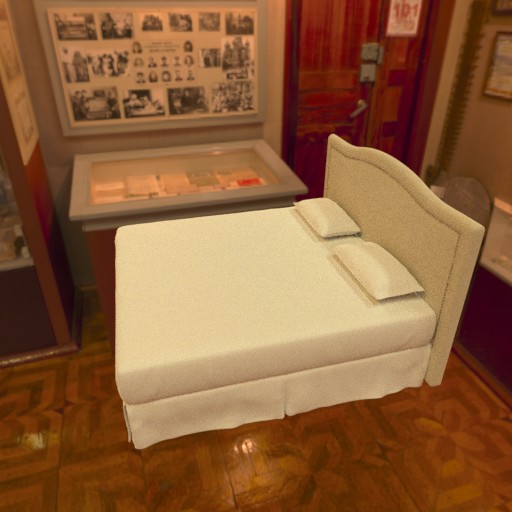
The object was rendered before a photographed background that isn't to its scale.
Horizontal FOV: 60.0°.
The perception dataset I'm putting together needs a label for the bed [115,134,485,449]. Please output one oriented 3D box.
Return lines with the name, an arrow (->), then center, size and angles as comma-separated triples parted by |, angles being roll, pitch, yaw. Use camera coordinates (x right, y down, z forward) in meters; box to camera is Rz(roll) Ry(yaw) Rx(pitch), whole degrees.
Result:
bed -> 0.000, 0.000, 3.453 | 2.182, 1.421, 2.083 | -8, 31, -13
